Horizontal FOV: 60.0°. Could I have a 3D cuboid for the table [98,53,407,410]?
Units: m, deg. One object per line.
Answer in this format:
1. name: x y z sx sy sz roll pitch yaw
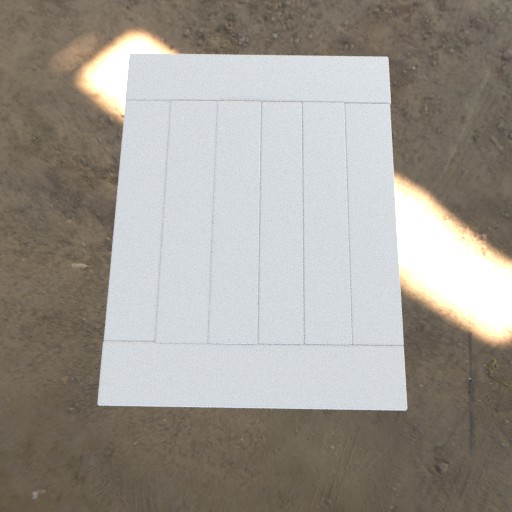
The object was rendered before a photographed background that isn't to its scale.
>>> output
1. table: 0.000 0.000 1.015 0.463 0.605 0.599 1 77 0
